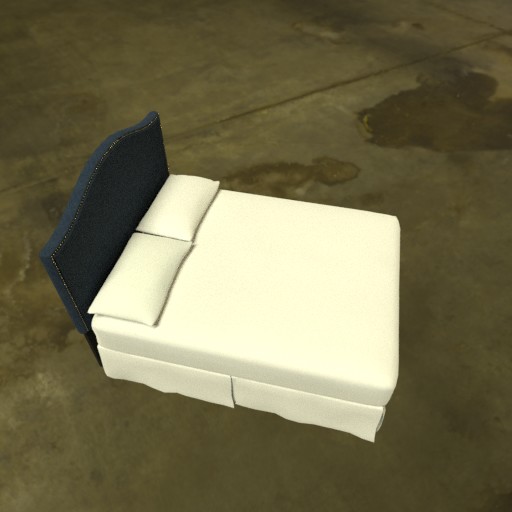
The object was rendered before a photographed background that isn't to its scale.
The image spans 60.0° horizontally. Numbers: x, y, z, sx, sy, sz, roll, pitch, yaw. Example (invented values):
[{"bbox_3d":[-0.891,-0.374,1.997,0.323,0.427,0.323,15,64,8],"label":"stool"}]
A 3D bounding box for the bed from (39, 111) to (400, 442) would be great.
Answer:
[{"bbox_3d":[0.000,0.000,3.235,2.153,1.518,1.713,10,48,9],"label":"bed"}]
